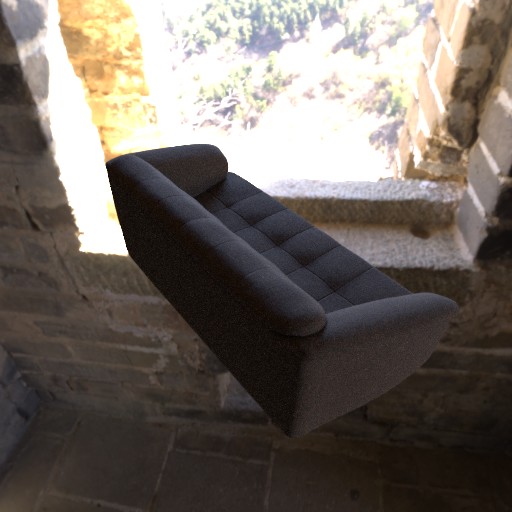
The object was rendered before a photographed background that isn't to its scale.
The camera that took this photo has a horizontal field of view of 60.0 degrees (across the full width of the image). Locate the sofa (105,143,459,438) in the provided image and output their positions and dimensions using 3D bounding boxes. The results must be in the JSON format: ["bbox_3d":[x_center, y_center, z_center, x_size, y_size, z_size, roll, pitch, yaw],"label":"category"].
[{"bbox_3d":[0.000,0.000,2.302,0.887,0.790,1.849,-27,48,-28],"label":"sofa"}]
